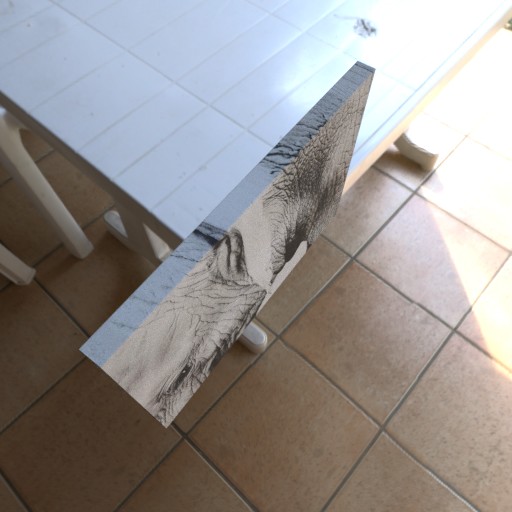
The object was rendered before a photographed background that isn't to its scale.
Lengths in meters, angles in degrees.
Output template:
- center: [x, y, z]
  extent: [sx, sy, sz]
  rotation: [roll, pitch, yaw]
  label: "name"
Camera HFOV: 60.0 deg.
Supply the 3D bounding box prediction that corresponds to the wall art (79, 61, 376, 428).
- center: [0.000, 0.000, 0.783]
  extent: [0.035, 0.407, 0.613]
  rotation: [33, 65, 17]
  label: "wall art"
